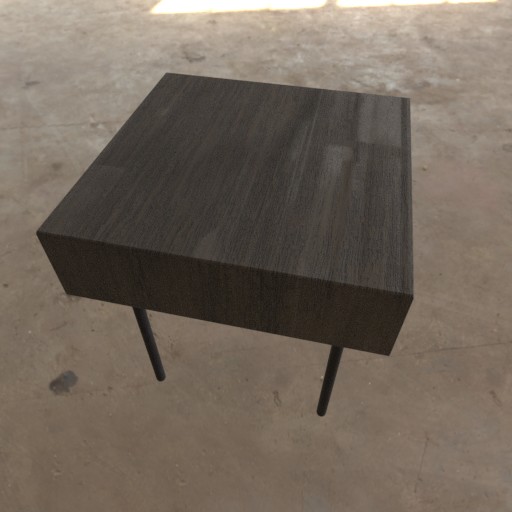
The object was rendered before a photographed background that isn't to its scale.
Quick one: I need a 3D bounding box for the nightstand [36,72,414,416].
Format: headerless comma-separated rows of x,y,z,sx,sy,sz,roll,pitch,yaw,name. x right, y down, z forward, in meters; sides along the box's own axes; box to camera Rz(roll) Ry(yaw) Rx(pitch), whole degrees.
0.000,0.000,0.912,0.503,0.497,0.502,9,48,9,nightstand
